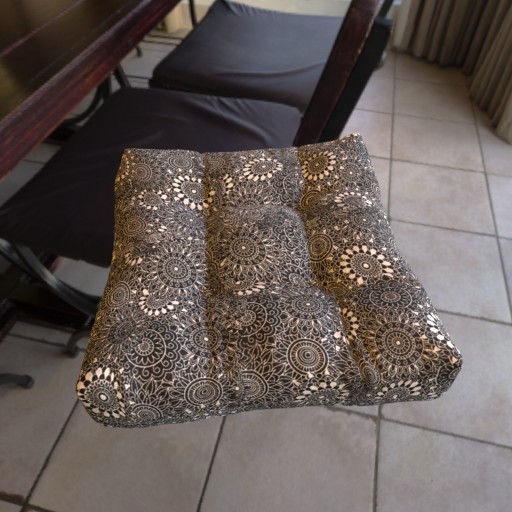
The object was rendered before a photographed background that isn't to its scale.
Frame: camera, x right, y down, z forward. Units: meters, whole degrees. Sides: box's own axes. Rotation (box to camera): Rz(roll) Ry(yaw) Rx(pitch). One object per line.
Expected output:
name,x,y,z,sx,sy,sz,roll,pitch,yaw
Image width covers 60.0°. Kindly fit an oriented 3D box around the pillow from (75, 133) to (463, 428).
pillow,0.000,0.000,0.691,0.468,0.128,0.490,-4,48,-4
